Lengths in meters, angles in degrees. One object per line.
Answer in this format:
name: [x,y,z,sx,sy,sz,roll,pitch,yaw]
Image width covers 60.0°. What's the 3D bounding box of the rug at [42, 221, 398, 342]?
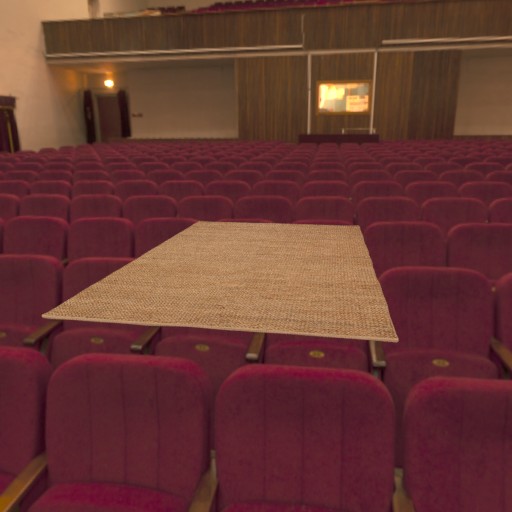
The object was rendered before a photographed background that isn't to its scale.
rug: [0.000,0.000,2.996,1.521,0.034,2.438,2,14,9]
